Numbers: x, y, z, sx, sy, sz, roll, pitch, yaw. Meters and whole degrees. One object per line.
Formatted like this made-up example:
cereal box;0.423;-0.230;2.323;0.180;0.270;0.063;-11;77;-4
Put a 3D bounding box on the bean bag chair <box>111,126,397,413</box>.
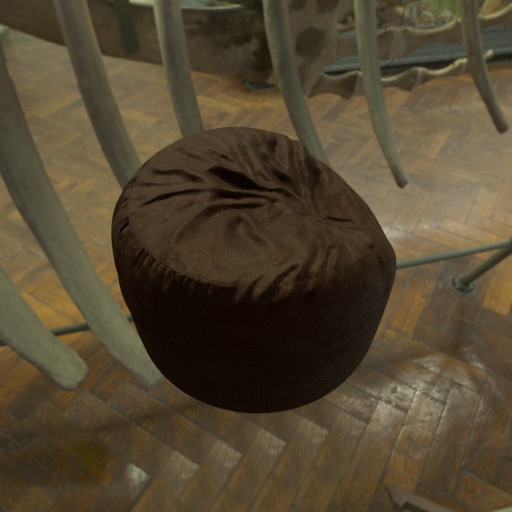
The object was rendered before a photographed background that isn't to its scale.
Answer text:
bean bag chair;0.000;0.000;1.525;0.918;0.616;0.918;0;46;0
